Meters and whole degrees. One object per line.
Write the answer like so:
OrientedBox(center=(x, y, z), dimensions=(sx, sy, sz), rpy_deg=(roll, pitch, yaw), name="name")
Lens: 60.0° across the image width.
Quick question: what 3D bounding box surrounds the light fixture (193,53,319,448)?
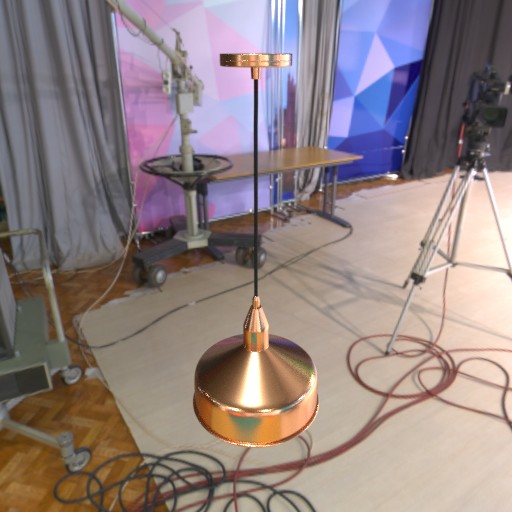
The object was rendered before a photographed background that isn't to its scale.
OrientedBox(center=(0.000, 0.000, 0.907), dimensions=(0.301, 0.754, 0.301), rpy_deg=(8, 26, 16), name="light fixture")
